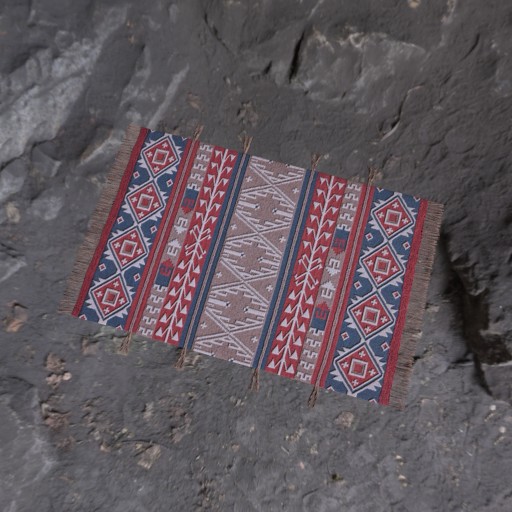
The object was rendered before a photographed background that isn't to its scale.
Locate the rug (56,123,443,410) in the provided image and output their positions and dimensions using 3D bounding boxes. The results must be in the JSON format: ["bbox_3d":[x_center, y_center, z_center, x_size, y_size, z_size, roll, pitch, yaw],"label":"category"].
[{"bbox_3d":[0.000,0.000,2.587,2.025,0.040,1.469,15,77,4],"label":"rug"}]
